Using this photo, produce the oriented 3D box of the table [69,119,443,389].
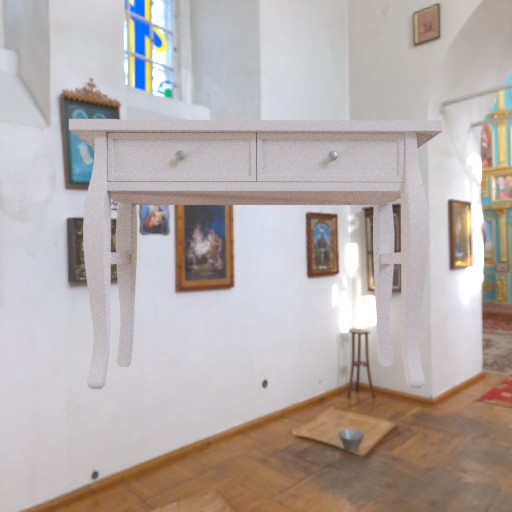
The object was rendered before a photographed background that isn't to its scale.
[{"bbox_3d":[0.000,0.000,1.429,1.062,0.768,0.373,0,-1,-1],"label":"table"}]
